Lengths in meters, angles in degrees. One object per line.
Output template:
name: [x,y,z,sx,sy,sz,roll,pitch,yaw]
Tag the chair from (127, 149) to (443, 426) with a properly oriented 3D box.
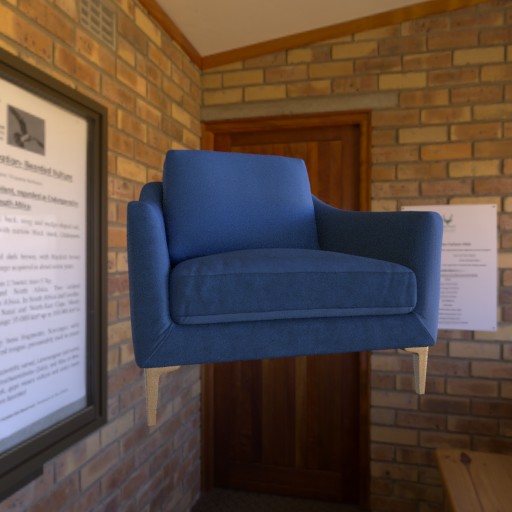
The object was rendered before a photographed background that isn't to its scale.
chair: [0.000,0.000,1.719,0.987,0.899,0.961,0,0,-18]
